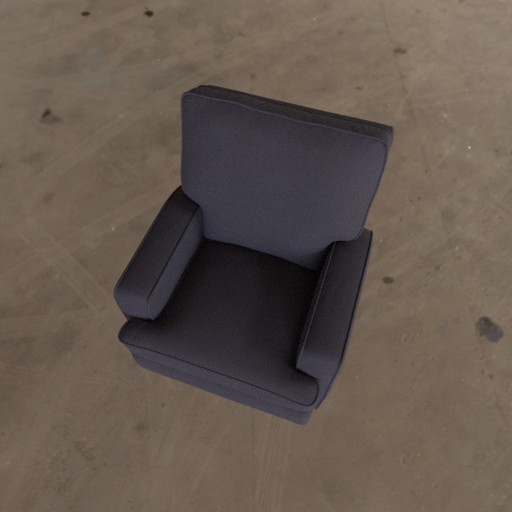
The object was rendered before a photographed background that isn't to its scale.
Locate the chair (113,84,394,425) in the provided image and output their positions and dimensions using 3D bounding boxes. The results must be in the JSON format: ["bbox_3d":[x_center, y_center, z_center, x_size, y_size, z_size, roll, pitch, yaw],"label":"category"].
[{"bbox_3d":[0.000,0.000,1.741,0.861,0.962,0.964,16,60,10],"label":"chair"}]
